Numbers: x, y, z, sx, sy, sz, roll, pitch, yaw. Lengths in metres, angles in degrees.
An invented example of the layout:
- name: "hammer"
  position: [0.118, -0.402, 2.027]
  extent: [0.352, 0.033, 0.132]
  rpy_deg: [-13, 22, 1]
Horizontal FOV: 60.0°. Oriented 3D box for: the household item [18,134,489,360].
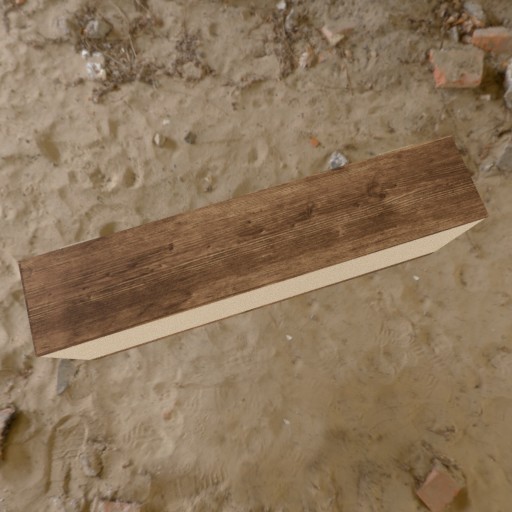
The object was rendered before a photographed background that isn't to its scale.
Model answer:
- name: "household item"
  position: [0.000, 0.000, 2.019]
  extent: [1.800, 0.615, 0.390]
  rpy_deg: [-17, 76, -4]
